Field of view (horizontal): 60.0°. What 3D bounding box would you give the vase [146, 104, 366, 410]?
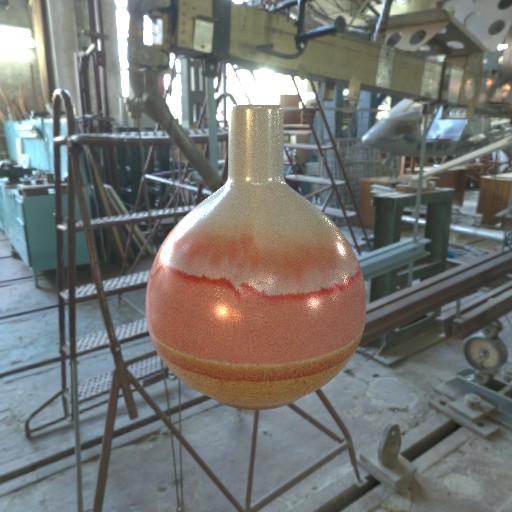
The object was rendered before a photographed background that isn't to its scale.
[{"bbox_3d":[0.000,0.000,0.273,0.137,0.176,0.137,0,17,0],"label":"vase"}]
